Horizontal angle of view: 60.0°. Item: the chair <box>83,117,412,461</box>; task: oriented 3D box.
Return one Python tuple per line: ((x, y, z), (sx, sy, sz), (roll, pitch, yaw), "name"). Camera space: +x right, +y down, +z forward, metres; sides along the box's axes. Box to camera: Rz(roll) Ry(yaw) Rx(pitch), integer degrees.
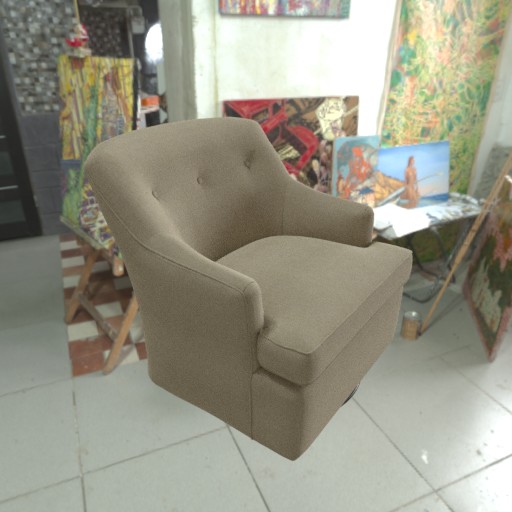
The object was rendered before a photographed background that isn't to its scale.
((0.000, 0.000, 1.613), (0.923, 0.856, 0.864), (18, 31, 33), "chair")
